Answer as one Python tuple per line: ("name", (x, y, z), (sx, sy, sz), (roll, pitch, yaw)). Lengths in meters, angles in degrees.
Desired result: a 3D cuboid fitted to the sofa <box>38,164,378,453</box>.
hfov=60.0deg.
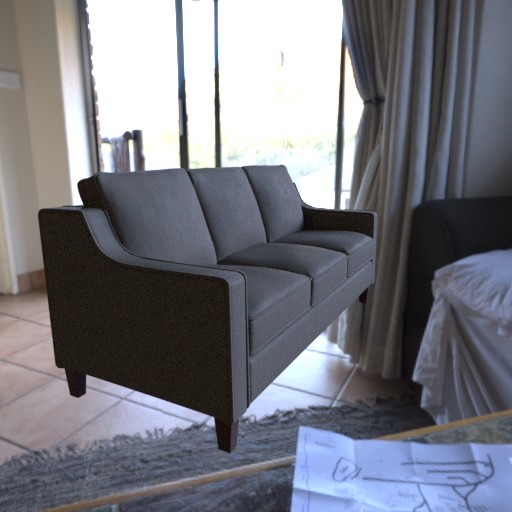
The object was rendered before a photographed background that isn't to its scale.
("sofa", (0.000, 0.000, 2.472), (0.911, 0.974, 1.986), (7, 15, 27))
